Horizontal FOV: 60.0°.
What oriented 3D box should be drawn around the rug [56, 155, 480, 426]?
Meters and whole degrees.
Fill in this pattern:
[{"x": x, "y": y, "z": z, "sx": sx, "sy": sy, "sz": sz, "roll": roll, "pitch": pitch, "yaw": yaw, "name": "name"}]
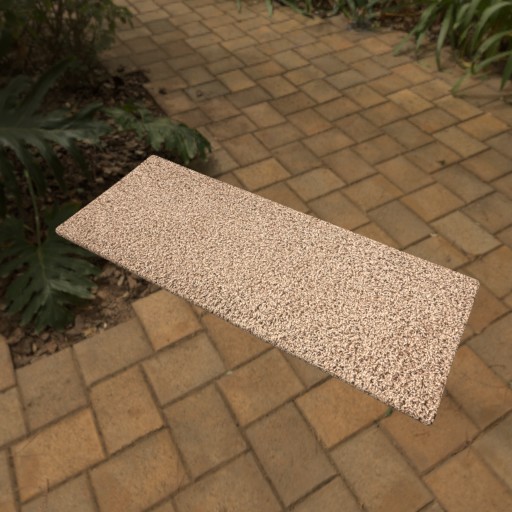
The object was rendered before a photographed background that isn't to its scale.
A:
[{"x": 0.000, "y": 0.000, "z": 1.690, "sx": 1.524, "sy": 0.030, "sz": 0.609, "roll": 24, "pitch": 52, "yaw": 21, "name": "rug"}]
